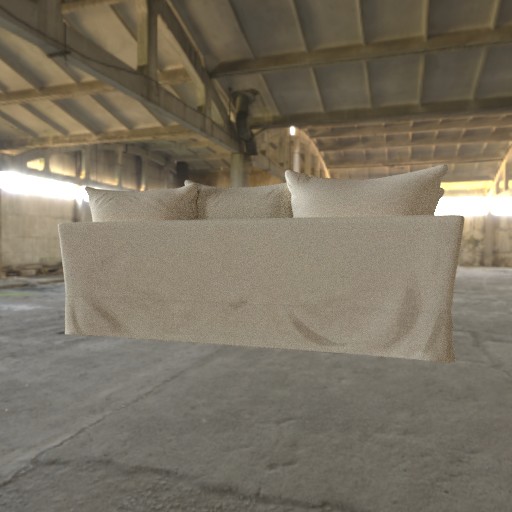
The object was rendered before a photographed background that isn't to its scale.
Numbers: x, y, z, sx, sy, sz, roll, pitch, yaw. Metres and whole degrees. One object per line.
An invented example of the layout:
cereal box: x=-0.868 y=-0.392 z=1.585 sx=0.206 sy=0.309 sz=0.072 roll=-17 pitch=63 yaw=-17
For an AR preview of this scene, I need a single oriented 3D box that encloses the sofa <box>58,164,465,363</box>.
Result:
sofa: x=0.000 y=0.000 z=3.037 sx=2.484 sy=1.042 sz=1.030 roll=0 pitch=1 yaw=18
